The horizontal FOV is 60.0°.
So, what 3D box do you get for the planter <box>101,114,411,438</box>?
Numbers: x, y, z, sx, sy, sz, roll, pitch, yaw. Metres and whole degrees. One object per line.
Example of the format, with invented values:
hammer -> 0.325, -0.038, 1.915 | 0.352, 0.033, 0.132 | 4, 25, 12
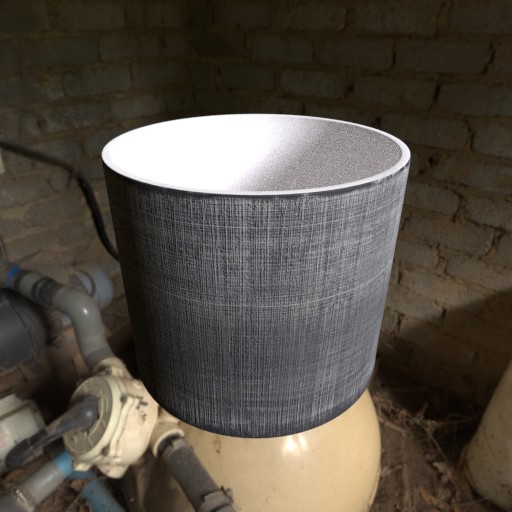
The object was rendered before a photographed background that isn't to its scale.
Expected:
planter -> 0.000, 0.000, 0.432 | 0.254, 0.221, 0.254 | 0, 28, 0
